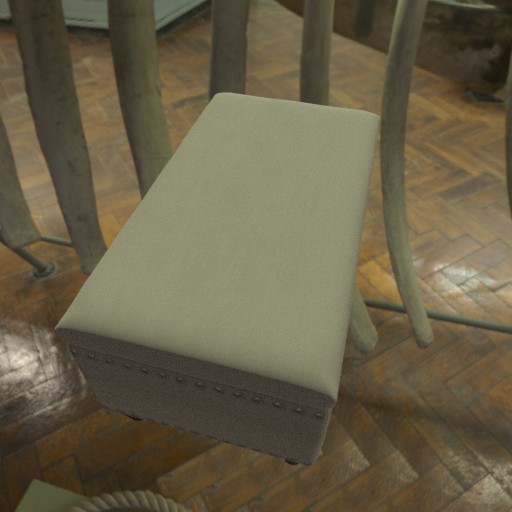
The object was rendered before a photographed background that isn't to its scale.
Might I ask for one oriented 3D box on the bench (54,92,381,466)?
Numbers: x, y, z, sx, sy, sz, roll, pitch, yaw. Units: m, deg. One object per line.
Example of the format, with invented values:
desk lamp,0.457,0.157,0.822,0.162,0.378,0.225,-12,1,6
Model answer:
bench,0.000,0.000,1.160,0.500,0.449,0.887,11,48,10
